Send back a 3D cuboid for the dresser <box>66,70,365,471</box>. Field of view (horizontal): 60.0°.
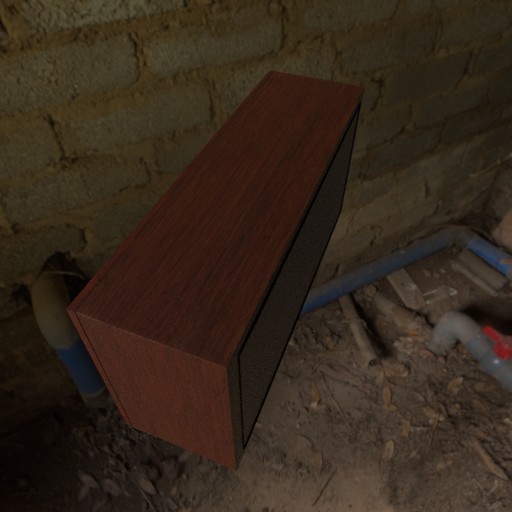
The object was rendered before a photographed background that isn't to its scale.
[{"bbox_3d":[0.000,0.000,2.032,0.499,0.971,1.609,16,49,15],"label":"dresser"}]
